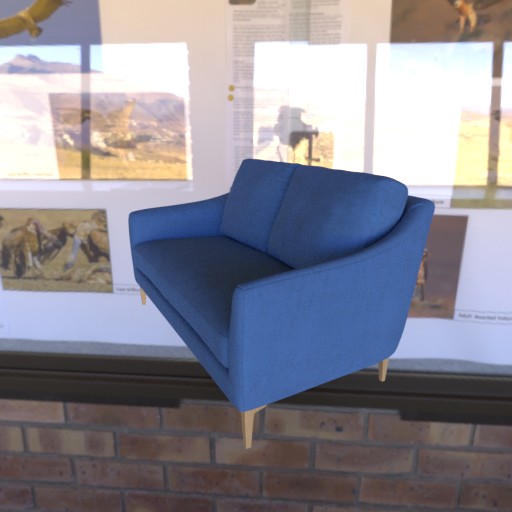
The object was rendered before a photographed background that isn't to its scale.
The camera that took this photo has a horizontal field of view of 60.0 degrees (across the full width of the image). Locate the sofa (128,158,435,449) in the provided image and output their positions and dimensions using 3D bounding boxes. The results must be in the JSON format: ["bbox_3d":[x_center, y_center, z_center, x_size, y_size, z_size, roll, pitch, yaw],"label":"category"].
[{"bbox_3d":[0.000,0.000,2.248,0.960,0.902,1.619,-8,17,-26],"label":"sofa"}]
